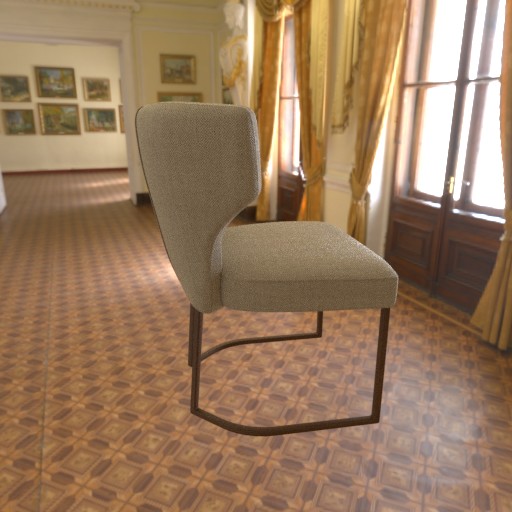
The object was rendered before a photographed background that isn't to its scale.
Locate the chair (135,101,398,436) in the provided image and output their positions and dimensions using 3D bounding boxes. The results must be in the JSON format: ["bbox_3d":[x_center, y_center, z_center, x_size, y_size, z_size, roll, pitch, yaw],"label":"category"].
[{"bbox_3d":[0.000,0.000,1.272,0.617,0.824,0.611,-3,17,-9],"label":"chair"}]
